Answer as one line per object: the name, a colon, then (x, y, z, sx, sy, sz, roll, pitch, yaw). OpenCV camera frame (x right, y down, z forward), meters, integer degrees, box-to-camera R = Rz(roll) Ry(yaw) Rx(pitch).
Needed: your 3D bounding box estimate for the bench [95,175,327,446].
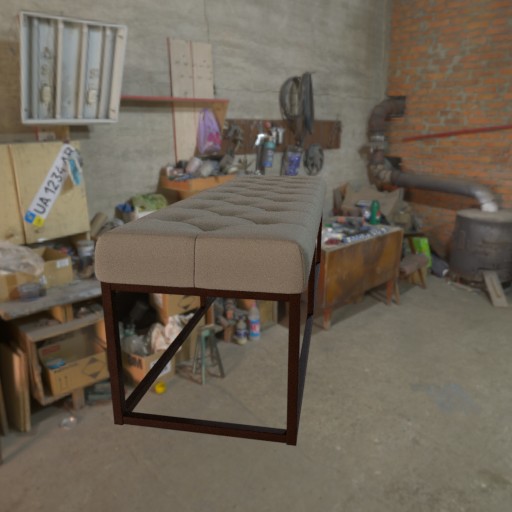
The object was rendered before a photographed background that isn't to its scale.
bench: (0.000, 0.000, 1.681, 0.479, 0.488, 1.488, 3, 16, 10)
